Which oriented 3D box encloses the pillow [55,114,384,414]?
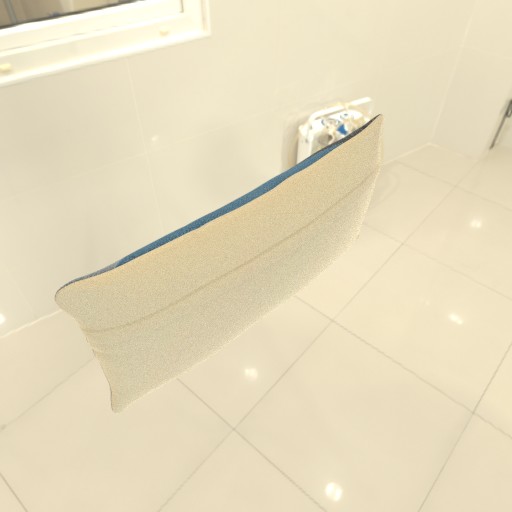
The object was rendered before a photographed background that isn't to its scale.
[{"bbox_3d":[0.000,0.000,0.732,0.604,0.307,0.148,-33,55,-27],"label":"pillow"}]
